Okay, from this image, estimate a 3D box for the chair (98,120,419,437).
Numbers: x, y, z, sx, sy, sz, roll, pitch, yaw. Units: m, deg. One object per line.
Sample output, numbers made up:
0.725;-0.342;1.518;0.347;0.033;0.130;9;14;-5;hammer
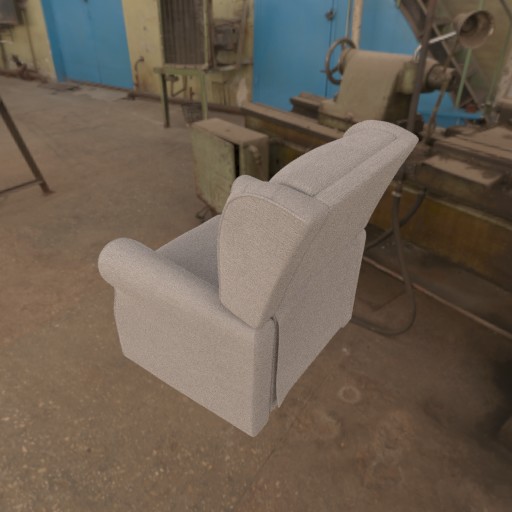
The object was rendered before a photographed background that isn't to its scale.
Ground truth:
0.000;0.000;1.711;0.854;0.966;0.906;21;37;29;chair
